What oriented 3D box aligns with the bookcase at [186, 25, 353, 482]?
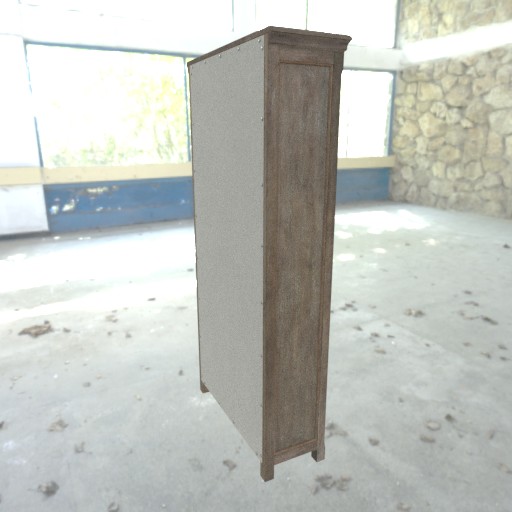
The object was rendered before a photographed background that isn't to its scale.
[{"bbox_3d":[0.000,0.000,2.204,0.348,1.880,0.906,-8,17,-26],"label":"bookcase"}]
